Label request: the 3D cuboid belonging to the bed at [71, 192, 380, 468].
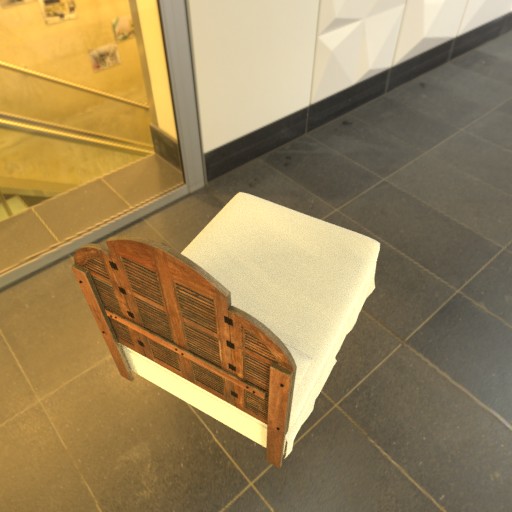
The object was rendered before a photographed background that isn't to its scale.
[{"bbox_3d":[0.000,0.000,3.607,1.713,2.019,2.138,22,51,20],"label":"bed"}]
